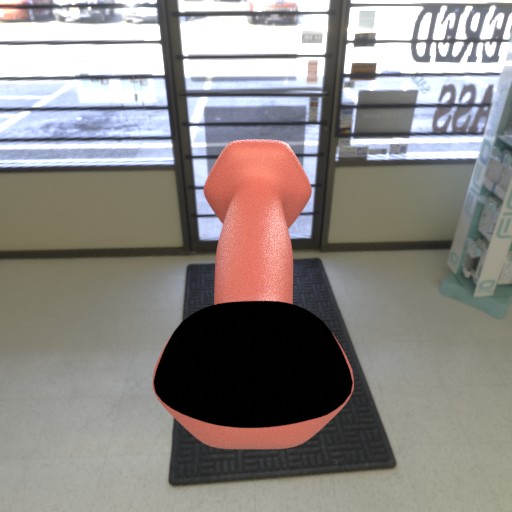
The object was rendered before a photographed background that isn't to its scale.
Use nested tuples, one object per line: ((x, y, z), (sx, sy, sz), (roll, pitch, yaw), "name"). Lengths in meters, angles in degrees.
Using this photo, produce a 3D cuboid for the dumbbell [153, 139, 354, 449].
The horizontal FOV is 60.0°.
((0.000, 0.000, 0.148), (0.047, 0.043, 0.123), (0, 33, 1), "dumbbell")
